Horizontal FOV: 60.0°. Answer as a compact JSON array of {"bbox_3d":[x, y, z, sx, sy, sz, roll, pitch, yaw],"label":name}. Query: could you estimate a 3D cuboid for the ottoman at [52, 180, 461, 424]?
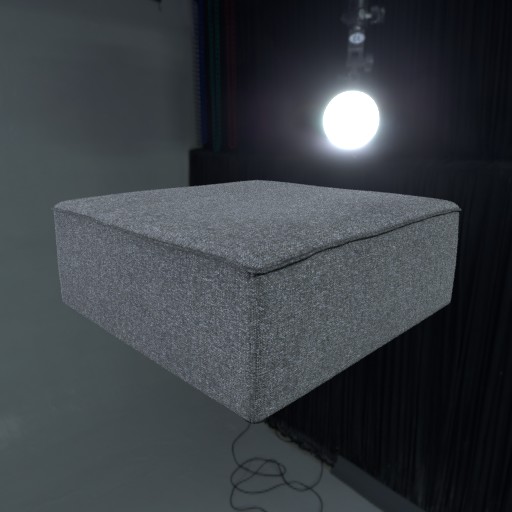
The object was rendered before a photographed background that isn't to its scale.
[{"bbox_3d":[0.000,0.000,1.550,1.017,0.423,1.021,-15,21,-42],"label":"ottoman"}]
